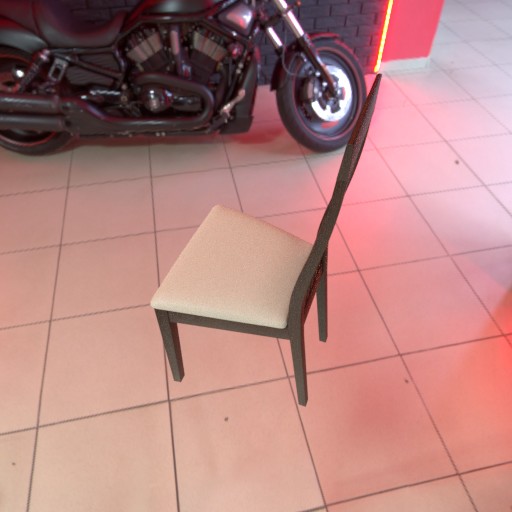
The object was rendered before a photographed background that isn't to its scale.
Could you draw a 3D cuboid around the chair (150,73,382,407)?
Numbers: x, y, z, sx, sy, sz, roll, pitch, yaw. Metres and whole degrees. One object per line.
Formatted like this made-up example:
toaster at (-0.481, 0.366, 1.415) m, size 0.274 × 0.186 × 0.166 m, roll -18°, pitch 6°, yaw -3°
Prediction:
chair at (0.000, 0.000, 1.284) m, size 0.474 × 1.027 × 0.460 m, roll 15°, pitch 49°, yaw 14°
